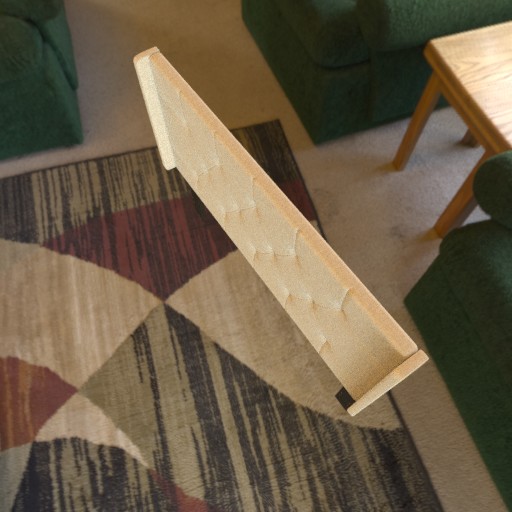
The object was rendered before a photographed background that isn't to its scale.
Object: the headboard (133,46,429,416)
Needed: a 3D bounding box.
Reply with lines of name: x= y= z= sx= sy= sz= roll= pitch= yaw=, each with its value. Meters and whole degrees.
headboard: x=0.000 y=0.000 z=2.648 sx=0.184 sy=1.524 sz=2.051 roll=-31 pitch=67 yaw=-15
